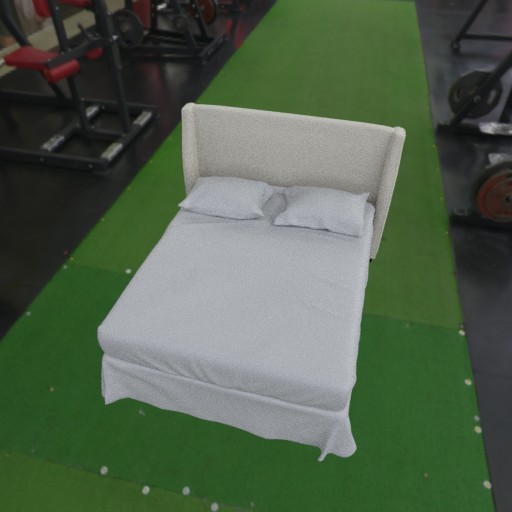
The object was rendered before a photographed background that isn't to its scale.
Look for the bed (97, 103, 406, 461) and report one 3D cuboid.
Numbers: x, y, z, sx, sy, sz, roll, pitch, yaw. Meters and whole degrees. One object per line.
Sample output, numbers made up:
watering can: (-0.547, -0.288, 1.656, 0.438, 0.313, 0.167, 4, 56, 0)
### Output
bed: (0.000, 0.000, 3.411, 1.925, 1.332, 2.276, 10, 43, 11)
